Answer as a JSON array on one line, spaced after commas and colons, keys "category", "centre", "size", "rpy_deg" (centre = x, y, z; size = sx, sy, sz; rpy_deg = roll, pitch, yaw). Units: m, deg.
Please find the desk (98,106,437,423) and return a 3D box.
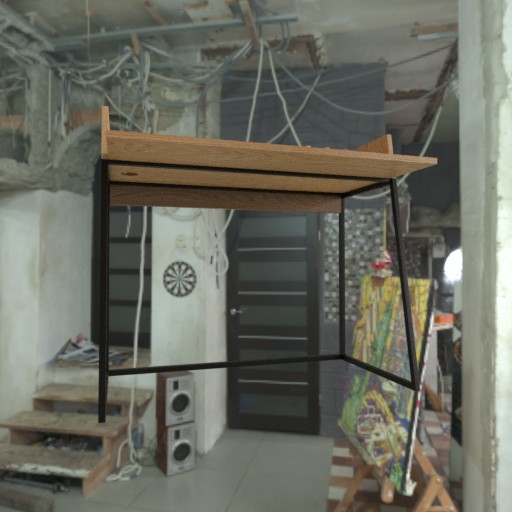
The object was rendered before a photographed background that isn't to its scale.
[{"category": "desk", "centre": [0.000, 0.000, 1.810], "size": [1.191, 1.061, 0.769], "rpy_deg": [0, -1, -17]}]
